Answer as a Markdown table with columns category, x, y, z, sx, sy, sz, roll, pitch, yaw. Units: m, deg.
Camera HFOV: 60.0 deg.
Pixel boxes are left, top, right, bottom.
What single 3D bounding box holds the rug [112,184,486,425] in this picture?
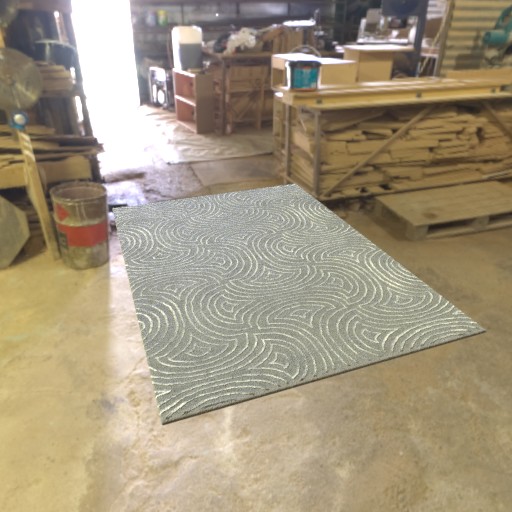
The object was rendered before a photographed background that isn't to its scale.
| category | x | y | z | sx | sy | sz | roll | pitch | yaw |
| --- | --- | --- | --- | --- | --- | --- | --- | --- | --- |
| rug | 0.000 | 0.000 | 2.748 | 1.543 | 0.015 | 2.144 | -10 | 31 | -18 |
